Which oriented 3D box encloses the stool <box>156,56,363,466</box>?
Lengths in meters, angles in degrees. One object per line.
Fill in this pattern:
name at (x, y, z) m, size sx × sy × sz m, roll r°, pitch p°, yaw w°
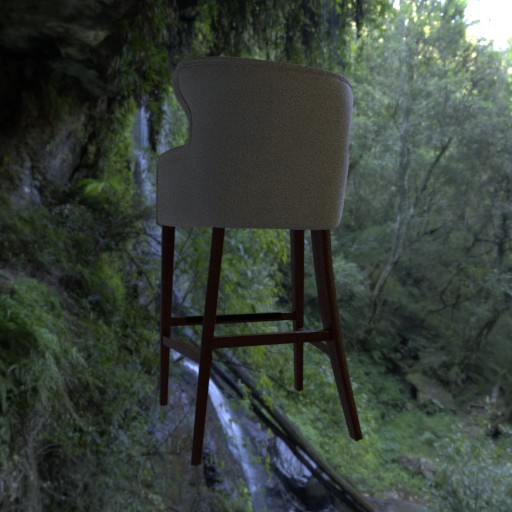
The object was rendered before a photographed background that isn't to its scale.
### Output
stool at (0.000, 0.000, 1.374) m, size 0.556 × 1.034 × 0.563 m, roll 0°, pitch 0°, yaw -19°
